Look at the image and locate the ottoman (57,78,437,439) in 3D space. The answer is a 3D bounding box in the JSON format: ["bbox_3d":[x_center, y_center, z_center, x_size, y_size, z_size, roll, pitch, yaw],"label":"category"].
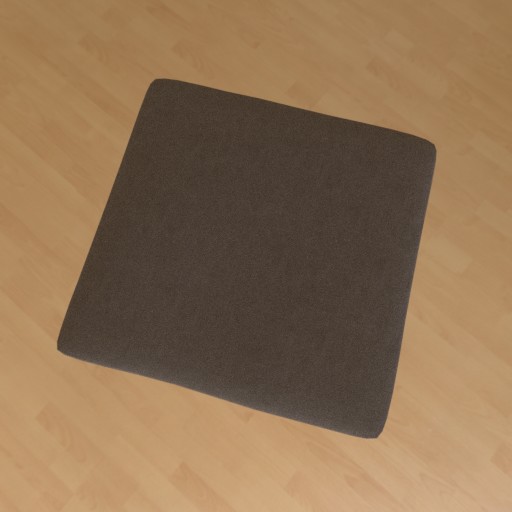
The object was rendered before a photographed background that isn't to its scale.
[{"bbox_3d":[0.000,0.000,1.391,0.881,0.482,0.861,15,78,3],"label":"ottoman"}]
